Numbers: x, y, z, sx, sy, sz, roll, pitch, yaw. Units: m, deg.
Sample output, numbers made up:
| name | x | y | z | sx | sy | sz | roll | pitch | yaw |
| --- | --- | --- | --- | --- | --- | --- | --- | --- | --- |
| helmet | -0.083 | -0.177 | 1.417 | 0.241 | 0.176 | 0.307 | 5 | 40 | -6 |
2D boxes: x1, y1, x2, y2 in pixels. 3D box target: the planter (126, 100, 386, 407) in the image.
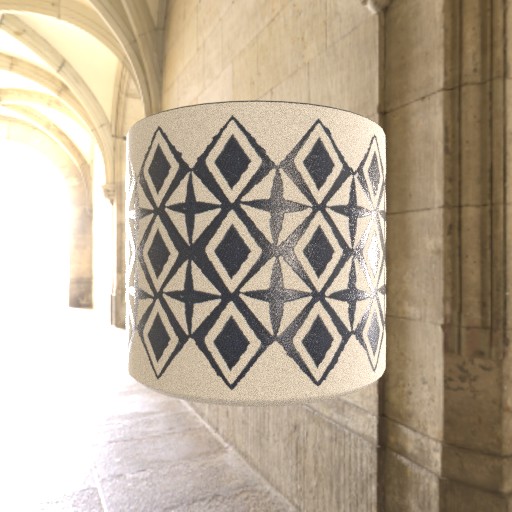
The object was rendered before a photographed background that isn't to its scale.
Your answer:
| name | x | y | z | sx | sy | sz | roll | pitch | yaw |
| --- | --- | --- | --- | --- | --- | --- | --- | --- | --- |
| planter | 0.000 | 0.000 | 0.282 | 0.159 | 0.144 | 0.159 | 0 | 0 | 0 |
